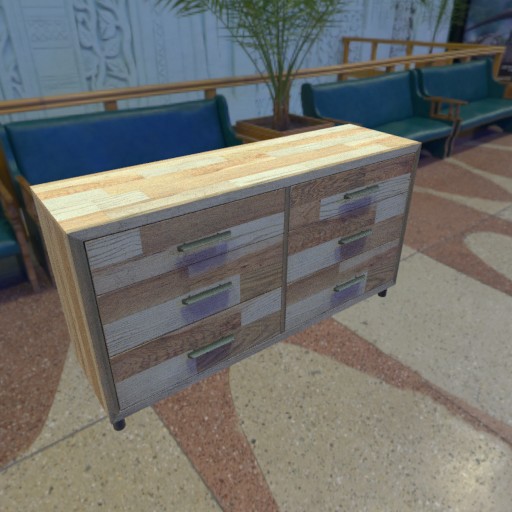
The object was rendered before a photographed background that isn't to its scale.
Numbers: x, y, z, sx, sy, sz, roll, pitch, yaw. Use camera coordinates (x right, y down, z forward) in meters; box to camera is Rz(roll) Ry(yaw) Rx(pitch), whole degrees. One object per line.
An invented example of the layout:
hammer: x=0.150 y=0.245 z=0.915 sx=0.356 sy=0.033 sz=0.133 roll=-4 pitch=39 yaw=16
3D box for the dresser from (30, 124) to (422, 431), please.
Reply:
dresser: x=0.000 y=0.000 z=1.934 sx=1.547 sy=0.834 sz=0.487 roll=-20 pitch=35 yaw=-31
